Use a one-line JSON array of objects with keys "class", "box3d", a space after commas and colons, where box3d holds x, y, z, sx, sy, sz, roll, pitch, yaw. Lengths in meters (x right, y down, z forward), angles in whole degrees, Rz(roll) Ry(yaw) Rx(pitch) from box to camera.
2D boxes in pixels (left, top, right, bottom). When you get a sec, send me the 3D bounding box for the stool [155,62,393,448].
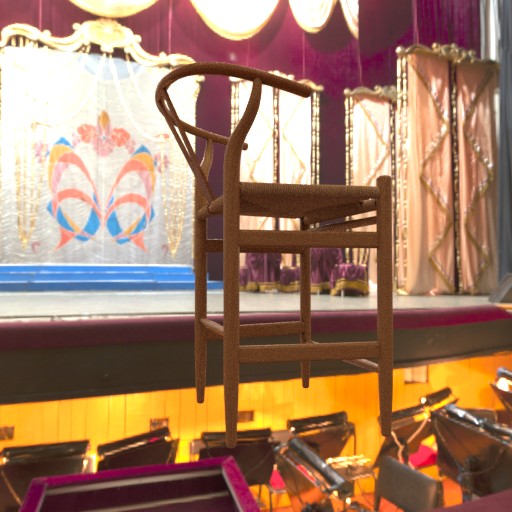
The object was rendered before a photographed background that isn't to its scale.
[{"class": "stool", "box3d": [0.000, 0.000, 1.283, 0.575, 0.923, 0.536, 1, -2, -19]}]
